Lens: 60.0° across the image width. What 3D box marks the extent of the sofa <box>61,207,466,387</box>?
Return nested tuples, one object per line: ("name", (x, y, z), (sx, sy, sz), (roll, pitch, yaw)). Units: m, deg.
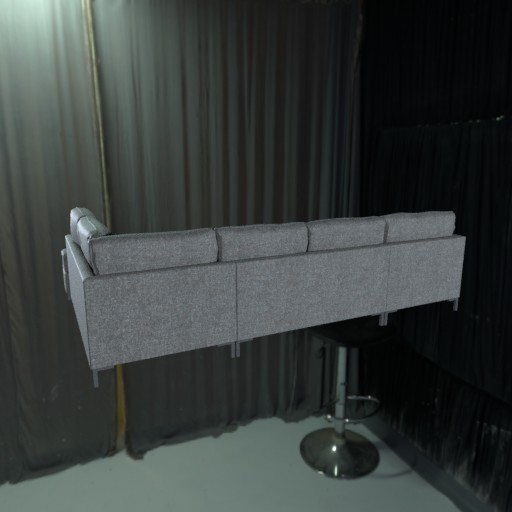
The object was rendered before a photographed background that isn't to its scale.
("sofa", (0.000, 0.000, 4.350), (3.423, 0.999, 2.048), (-6, 14, -25))
